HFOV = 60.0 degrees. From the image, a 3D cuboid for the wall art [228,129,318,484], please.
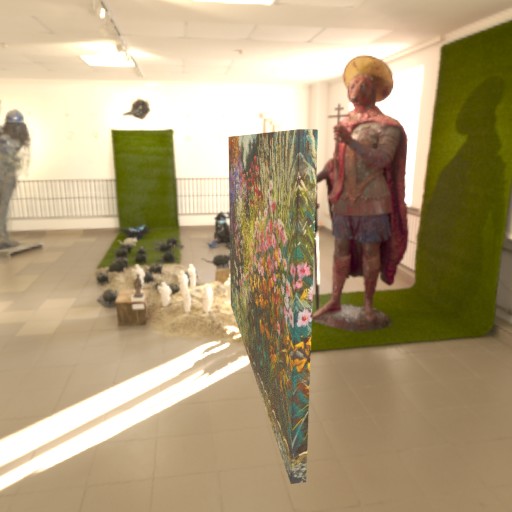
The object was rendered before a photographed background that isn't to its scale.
[{"bbox_3d":[0.000,0.000,1.436,0.042,0.760,1.136,-2,15,-10],"label":"wall art"}]
